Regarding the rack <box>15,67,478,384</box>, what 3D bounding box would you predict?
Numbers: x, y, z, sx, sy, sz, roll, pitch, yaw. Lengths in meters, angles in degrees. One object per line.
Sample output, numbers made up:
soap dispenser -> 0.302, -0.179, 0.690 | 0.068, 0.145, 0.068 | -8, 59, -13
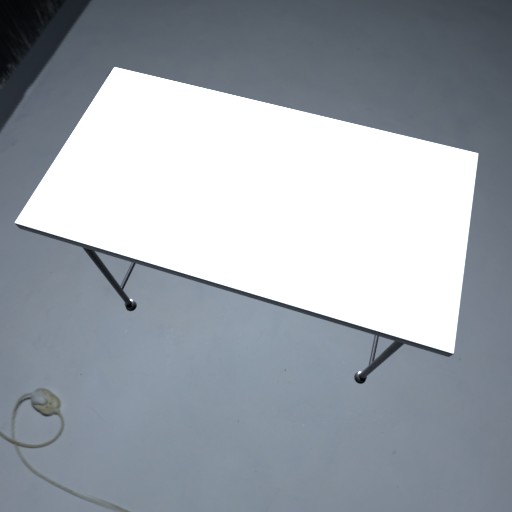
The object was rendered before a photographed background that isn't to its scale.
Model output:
rack -> 0.000, 0.000, 1.627 | 1.159, 0.880, 0.613 | 16, 65, 8
